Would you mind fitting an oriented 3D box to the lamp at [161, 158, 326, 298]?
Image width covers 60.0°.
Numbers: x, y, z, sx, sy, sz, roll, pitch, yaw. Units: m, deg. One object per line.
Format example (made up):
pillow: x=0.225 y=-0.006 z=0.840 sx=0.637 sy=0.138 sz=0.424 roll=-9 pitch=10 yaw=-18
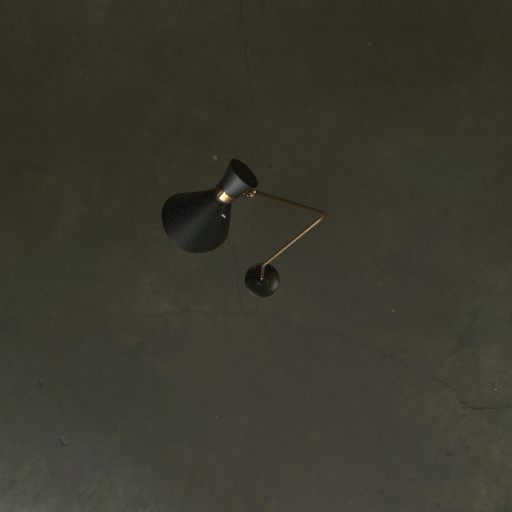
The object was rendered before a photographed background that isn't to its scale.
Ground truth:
lamp: x=0.000 y=0.000 z=1.665 sx=0.467 sy=1.438 sz=0.277 roll=4 pitch=76 yaw=1
